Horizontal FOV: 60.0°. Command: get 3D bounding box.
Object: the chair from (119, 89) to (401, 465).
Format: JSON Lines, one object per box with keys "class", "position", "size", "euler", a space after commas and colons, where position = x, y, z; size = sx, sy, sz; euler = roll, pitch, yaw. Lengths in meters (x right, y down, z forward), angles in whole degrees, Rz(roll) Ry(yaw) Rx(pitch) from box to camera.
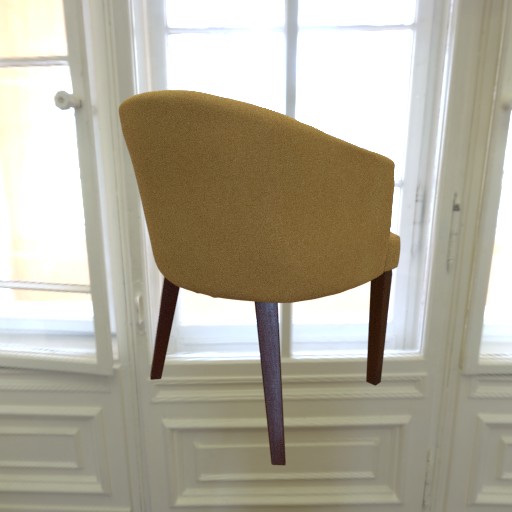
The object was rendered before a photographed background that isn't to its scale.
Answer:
{"class": "chair", "position": [0.000, 0.000, 1.214], "size": [0.655, 0.811, 0.583], "euler": [-14, 20, -42]}
